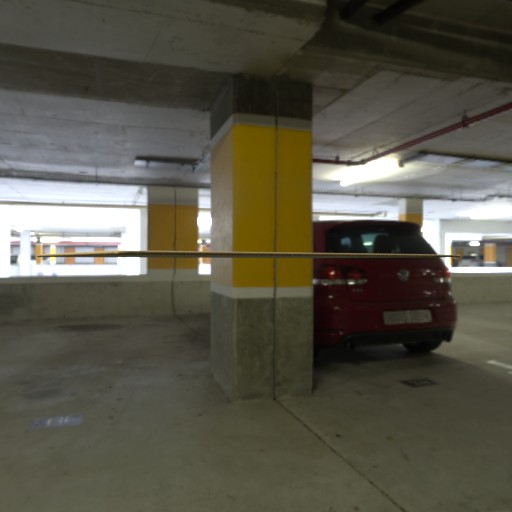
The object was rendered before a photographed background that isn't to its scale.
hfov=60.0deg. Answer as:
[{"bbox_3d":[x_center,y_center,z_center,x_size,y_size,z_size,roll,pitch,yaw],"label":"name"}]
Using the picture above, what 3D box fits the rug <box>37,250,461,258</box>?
[{"bbox_3d":[0.000,0.000,2.057,1.667,0.013,1.062,0,-1,-36],"label":"rug"}]
